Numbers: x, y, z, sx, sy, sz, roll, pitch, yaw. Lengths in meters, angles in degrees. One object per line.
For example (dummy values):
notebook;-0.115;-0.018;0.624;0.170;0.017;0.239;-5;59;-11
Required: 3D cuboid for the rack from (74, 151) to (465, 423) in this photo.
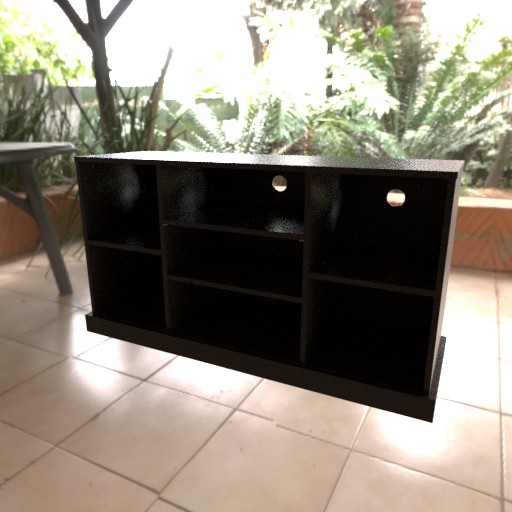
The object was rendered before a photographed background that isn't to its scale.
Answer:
rack;0.000;0.000;1.475;1.206;0.635;0.399;8;18;25
